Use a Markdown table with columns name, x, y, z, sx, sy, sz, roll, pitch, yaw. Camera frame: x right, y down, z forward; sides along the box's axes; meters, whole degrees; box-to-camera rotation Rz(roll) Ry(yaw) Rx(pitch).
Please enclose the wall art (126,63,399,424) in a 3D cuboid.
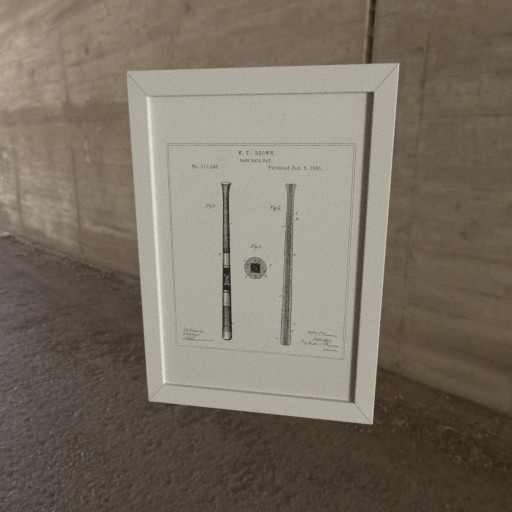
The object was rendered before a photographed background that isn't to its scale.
| name | x | y | z | sx | sy | sz | roll | pitch | yaw |
| --- | --- | --- | --- | --- | --- | --- | --- | --- | --- |
| wall art | 0.000 | 0.000 | 0.669 | 0.374 | 0.529 | 0.012 | 2 | 15 | 10 |
